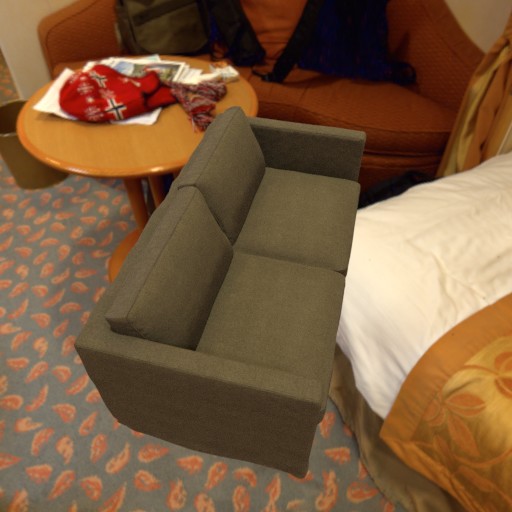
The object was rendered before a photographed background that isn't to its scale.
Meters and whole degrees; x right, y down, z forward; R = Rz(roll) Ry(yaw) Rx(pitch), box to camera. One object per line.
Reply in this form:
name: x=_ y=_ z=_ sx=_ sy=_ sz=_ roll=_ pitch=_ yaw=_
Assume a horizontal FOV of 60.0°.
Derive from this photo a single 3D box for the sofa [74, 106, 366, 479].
sofa: x=0.000 y=0.000 z=2.354 sx=0.974 sy=0.854 sz=1.802 roll=11 pitch=47 yaw=10
